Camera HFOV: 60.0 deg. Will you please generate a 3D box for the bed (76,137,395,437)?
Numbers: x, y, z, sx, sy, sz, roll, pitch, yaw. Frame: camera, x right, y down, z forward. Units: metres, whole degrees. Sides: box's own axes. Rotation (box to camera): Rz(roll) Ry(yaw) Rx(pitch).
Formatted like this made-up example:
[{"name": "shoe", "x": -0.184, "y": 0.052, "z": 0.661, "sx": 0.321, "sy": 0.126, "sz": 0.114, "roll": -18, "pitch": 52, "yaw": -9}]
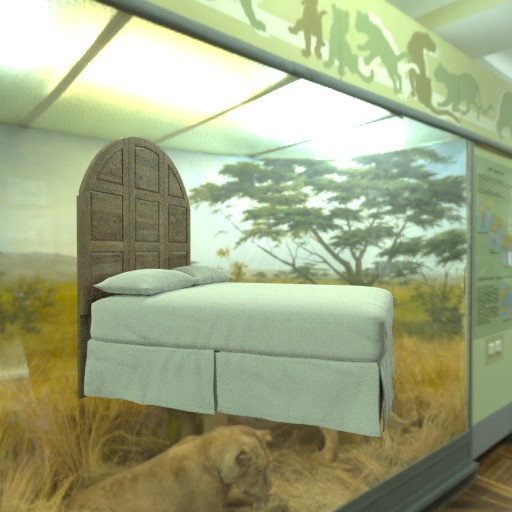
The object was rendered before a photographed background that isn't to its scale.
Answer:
[{"name": "bed", "x": 0.000, "y": 0.000, "z": 3.537, "sx": 2.112, "sy": 2.002, "sz": 1.713, "roll": 0, "pitch": 1, "yaw": 19}]
